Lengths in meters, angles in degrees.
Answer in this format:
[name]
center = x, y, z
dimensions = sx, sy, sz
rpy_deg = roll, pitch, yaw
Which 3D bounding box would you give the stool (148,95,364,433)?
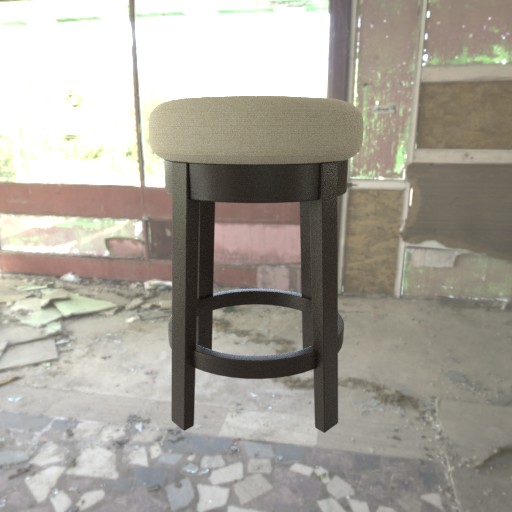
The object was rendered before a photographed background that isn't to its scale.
[stool]
center = 0.000, 0.000, 0.980
dimensions = 0.449, 0.655, 0.449
rpy_deg = 0, 16, 0
